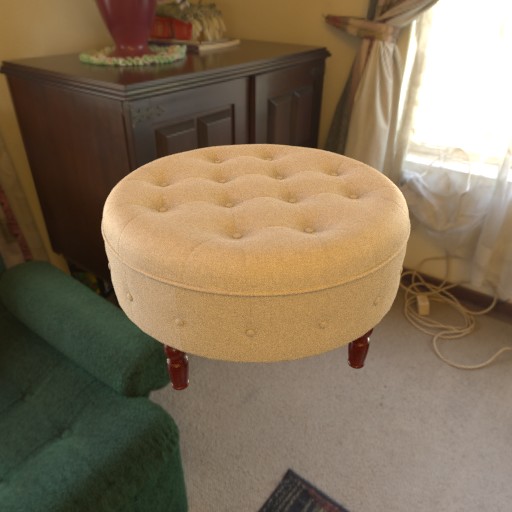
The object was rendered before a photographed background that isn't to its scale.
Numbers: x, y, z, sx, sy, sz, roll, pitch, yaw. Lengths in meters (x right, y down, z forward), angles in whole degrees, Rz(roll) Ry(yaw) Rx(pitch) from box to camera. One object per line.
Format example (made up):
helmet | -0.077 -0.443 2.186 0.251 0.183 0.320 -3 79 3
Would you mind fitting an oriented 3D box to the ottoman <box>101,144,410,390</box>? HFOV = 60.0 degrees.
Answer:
ottoman | 0.000 0.000 1.355 0.849 0.478 0.849 0 31 0
